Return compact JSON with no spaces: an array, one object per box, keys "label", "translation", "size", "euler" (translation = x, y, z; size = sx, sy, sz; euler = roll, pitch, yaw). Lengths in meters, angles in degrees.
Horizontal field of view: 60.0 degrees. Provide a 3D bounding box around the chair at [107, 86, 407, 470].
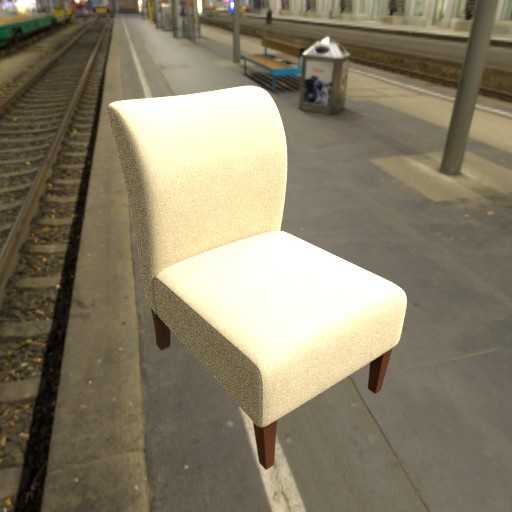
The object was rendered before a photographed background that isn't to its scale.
[{"label":"chair","translation":[0.000,0.000,1.319],"size":[0.521,0.833,0.754],"euler":[-20,35,-31]}]
